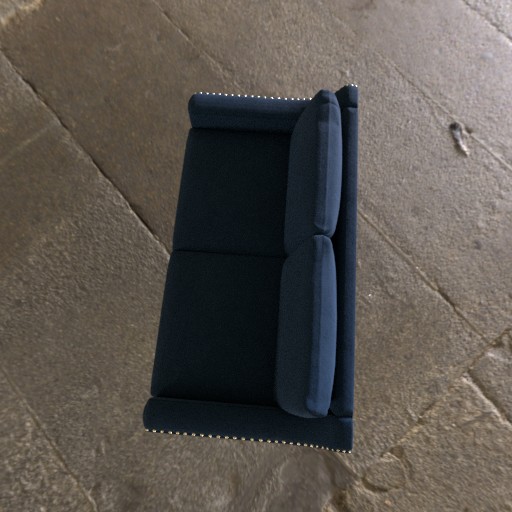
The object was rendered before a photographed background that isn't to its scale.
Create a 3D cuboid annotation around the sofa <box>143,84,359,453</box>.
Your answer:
[{"bbox_3d":[0.000,0.000,2.757,1.104,0.983,2.107,4,73,1],"label":"sofa"}]
